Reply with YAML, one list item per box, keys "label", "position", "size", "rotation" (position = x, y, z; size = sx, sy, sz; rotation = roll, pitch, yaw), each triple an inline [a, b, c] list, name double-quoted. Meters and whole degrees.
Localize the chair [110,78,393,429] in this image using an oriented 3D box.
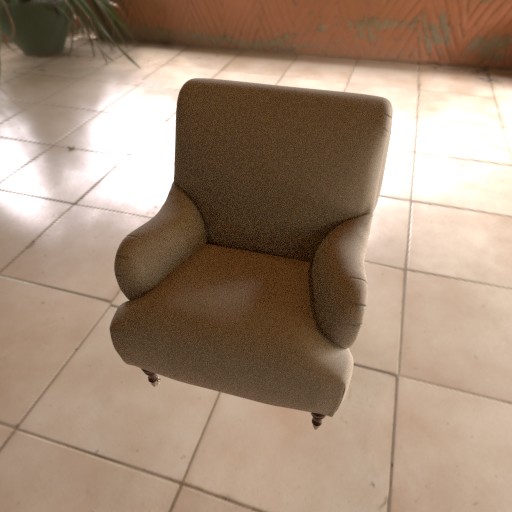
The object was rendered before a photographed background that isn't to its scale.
- label: "chair"
  position: [0.000, 0.000, 1.534]
  size: [0.766, 0.942, 0.842]
  rotation: [11, 42, 12]
